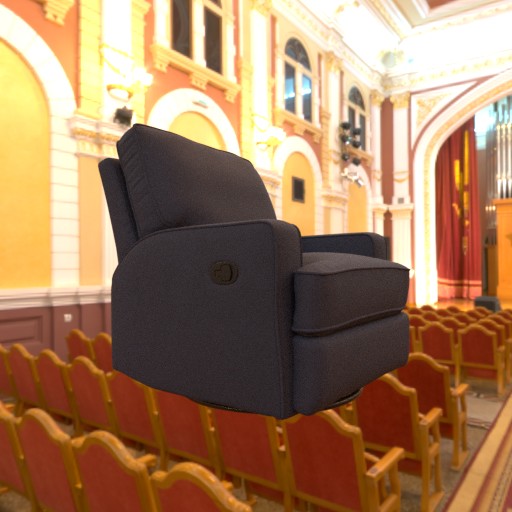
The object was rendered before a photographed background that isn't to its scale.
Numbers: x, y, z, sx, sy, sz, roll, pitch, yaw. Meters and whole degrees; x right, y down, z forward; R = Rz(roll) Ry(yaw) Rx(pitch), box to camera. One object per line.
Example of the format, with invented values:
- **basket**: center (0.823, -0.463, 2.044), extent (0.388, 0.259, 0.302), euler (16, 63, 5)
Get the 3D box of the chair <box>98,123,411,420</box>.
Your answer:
- **chair**: center (0.000, 0.000, 1.697), extent (0.964, 0.962, 0.861), euler (0, -1, 36)
